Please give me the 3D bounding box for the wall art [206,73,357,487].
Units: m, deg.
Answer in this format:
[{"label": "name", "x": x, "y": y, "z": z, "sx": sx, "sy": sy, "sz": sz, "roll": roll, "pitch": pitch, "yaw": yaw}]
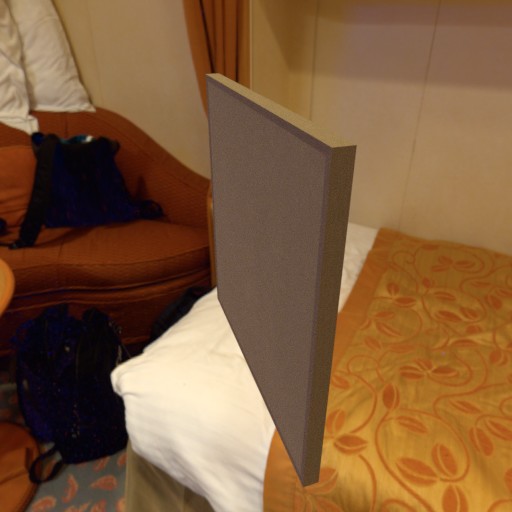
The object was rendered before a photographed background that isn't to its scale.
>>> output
[{"label": "wall art", "x": 0.000, "y": 0.000, "z": 1.110, "sx": 0.038, "sy": 0.758, "sz": 0.761, "roll": -9, "pitch": 31, "yaw": -16}]
